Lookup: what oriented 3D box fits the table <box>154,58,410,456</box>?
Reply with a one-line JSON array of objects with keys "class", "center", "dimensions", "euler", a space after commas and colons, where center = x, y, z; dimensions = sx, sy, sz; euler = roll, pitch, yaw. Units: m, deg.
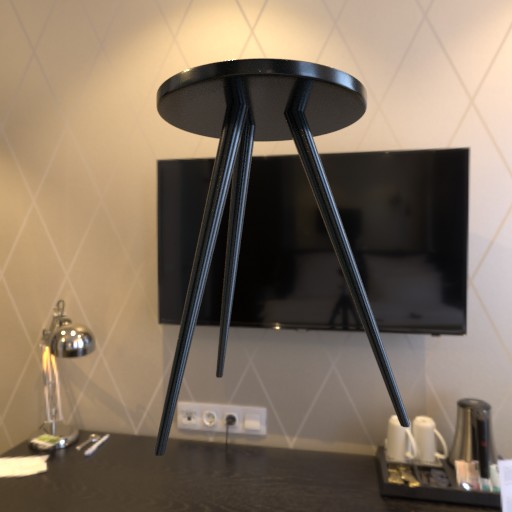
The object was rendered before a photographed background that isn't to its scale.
[{"class": "table", "center": [0.000, 0.000, 0.818], "dimensions": [0.403, 0.548, 0.415], "euler": [0, 0, -19]}]
